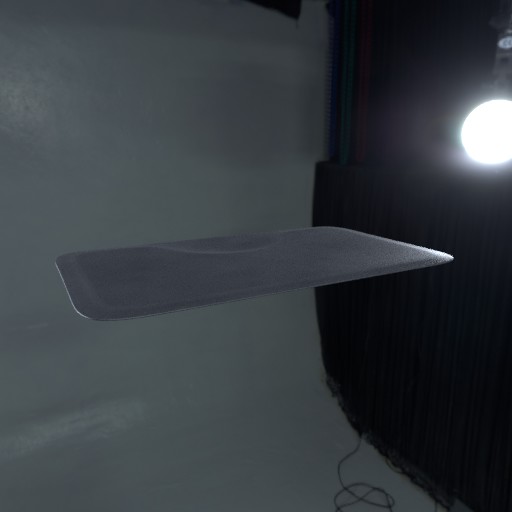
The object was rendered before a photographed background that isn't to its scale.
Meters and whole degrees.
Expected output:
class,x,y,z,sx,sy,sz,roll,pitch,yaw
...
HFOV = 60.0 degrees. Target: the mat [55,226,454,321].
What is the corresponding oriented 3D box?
class,x,y,z,sx,sy,sz,roll,pitch,yaw
mat,0.000,0.000,1.890,1.524,0.013,0.918,-7,16,-27
